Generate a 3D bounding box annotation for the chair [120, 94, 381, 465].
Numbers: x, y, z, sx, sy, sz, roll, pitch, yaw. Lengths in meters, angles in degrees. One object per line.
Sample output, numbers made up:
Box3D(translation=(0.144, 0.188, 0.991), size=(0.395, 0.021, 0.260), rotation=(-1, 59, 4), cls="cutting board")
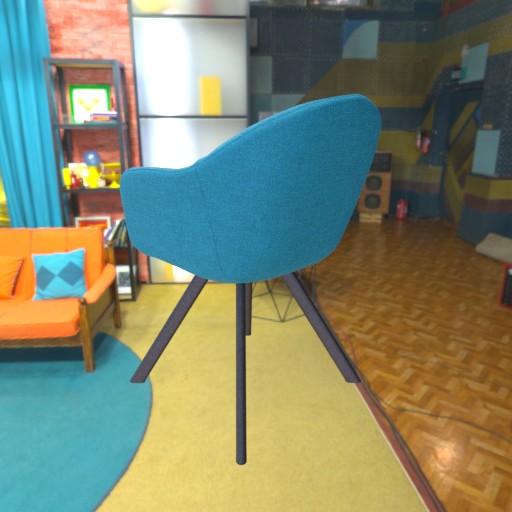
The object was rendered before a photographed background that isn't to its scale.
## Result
Box3D(translation=(0.000, 0.000, 1.162), size=(0.545, 0.775, 0.565), rotation=(-15, 22, -43), cls="chair")
